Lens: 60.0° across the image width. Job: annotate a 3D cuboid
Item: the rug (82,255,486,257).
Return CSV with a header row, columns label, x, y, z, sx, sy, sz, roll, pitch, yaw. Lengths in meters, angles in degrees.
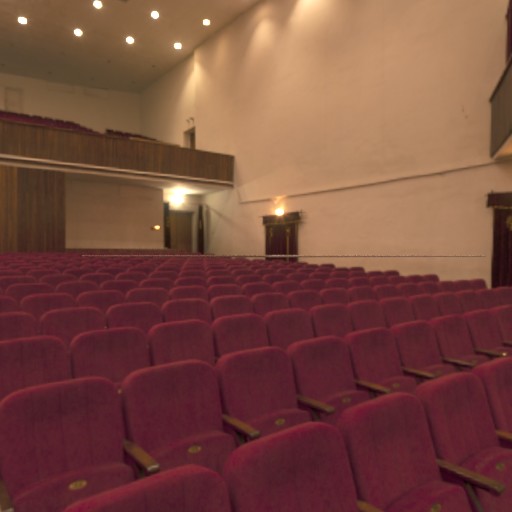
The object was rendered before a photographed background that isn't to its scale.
label,x,y,z,sx,sy,sz,roll,pitch,yaw
rug,0.000,0.000,2.930,1.593,0.008,2.238,0,0,-37
